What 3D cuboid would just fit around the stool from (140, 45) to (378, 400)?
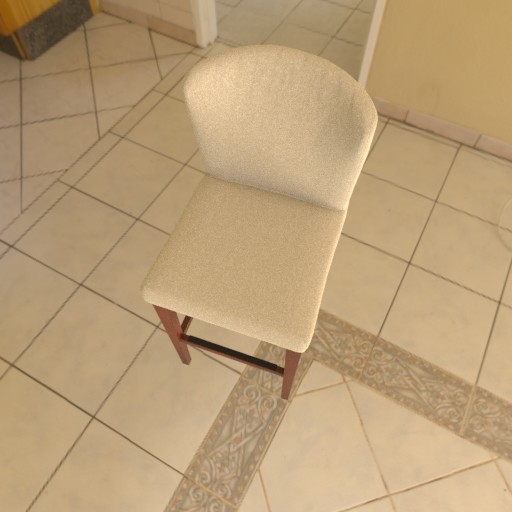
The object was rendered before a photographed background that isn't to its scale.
[{"bbox_3d":[0.000,0.000,1.382,0.479,1.069,0.568,17,60,10],"label":"stool"}]
